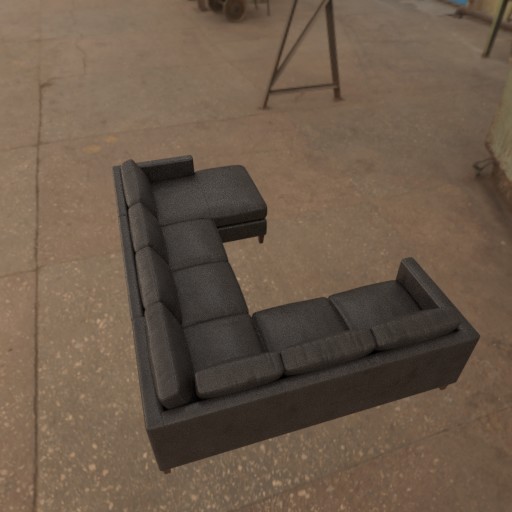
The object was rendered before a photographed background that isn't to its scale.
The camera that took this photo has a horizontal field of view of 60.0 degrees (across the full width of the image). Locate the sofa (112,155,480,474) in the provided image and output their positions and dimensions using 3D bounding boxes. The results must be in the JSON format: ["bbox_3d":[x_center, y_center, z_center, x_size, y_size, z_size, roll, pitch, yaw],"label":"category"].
[{"bbox_3d":[0.000,0.000,4.366,2.452,0.891,3.324,-12,43,-13],"label":"sofa"}]
